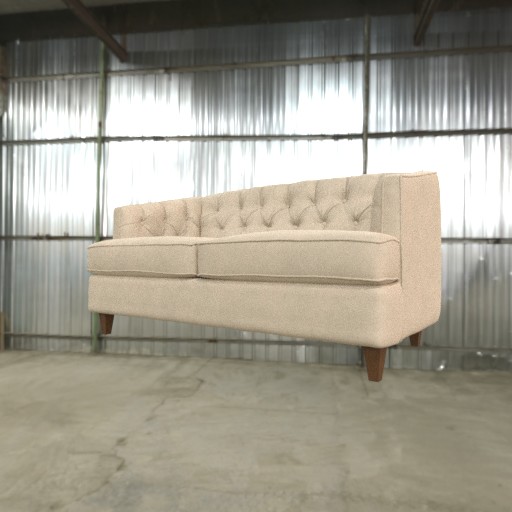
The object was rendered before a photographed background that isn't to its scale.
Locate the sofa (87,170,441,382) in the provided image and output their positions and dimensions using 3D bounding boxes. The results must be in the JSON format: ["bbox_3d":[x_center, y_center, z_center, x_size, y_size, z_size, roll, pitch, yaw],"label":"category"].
[{"bbox_3d":[0.000,0.000,2.312,1.731,0.878,0.940,0,0,37],"label":"sofa"}]
